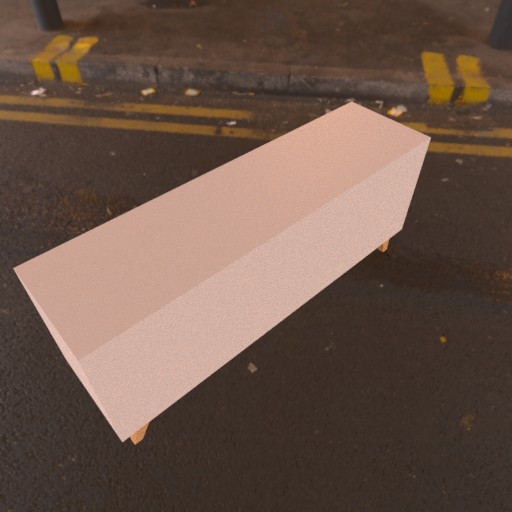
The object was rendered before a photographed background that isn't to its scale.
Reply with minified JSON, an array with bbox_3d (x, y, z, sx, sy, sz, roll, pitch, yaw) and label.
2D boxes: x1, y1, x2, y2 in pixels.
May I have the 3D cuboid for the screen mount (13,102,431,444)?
[{"bbox_3d":[0.000,0.000,1.721,1.490,0.619,0.400,-33,54,-28],"label":"screen mount"}]
